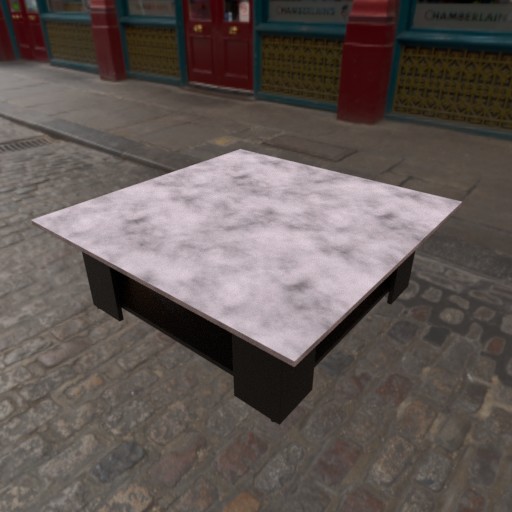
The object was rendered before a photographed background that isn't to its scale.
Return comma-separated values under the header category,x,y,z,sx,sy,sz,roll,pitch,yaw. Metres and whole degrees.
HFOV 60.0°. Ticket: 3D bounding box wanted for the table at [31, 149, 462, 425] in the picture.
category,x,y,z,sx,sy,sz,roll,pitch,yaw
table,0.000,0.000,1.363,0.890,0.305,0.890,22,36,33
